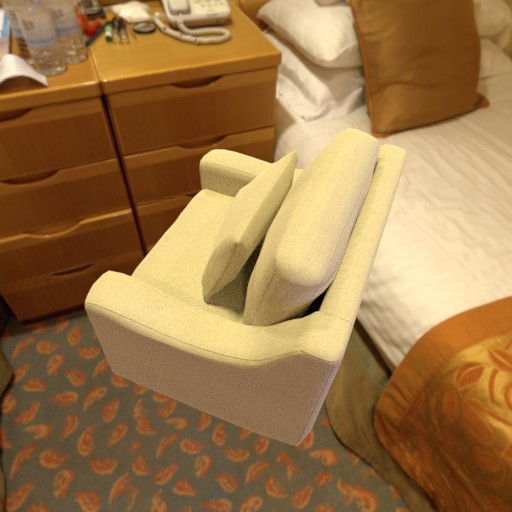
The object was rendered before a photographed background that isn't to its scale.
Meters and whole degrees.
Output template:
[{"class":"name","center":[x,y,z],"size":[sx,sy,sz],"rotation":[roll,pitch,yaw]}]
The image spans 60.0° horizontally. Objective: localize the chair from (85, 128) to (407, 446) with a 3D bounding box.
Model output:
[{"class":"chair","center":[0.000,0.000,1.998],"size":[1.009,1.016,1.178],"rotation":[17,49,15]}]
